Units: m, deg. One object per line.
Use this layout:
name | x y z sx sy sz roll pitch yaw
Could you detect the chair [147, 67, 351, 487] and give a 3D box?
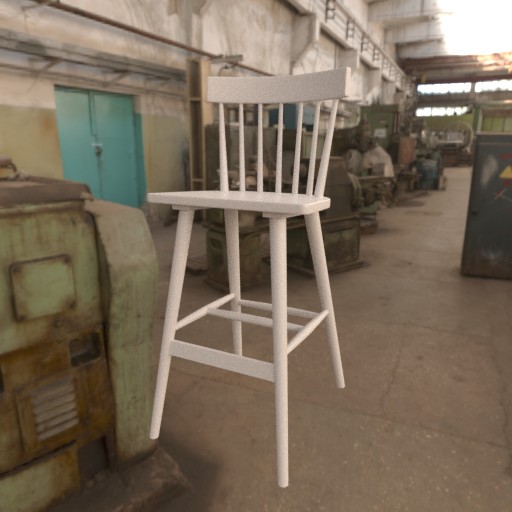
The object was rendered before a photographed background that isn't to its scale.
chair | 0.000 0.000 1.378 0.483 1.092 0.572 7 17 26
